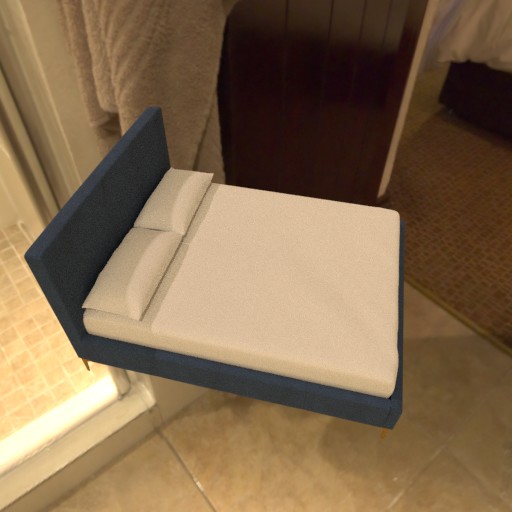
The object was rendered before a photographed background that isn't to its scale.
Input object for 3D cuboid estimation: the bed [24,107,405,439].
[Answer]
[{"bbox_3d":[0.000,0.000,3.193,2.172,1.231,1.723,10,47,9],"label":"bed"}]
